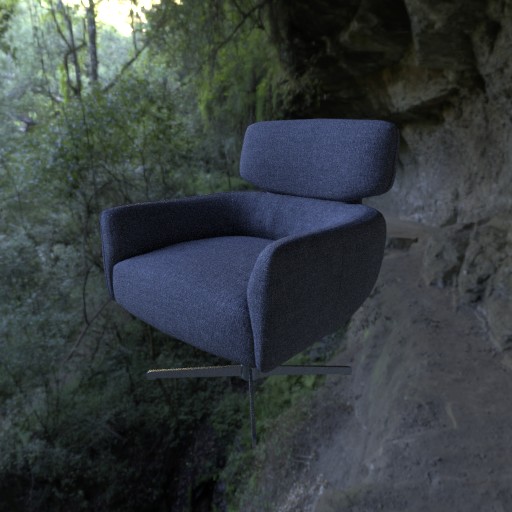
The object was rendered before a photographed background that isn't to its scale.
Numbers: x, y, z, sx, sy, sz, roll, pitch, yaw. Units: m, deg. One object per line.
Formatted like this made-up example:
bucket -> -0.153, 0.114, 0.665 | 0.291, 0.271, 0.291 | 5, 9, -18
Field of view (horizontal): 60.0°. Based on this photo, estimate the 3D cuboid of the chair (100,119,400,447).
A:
chair -> 0.000, 0.000, 1.359 | 0.706, 0.812, 0.715 | 14, 22, 40
